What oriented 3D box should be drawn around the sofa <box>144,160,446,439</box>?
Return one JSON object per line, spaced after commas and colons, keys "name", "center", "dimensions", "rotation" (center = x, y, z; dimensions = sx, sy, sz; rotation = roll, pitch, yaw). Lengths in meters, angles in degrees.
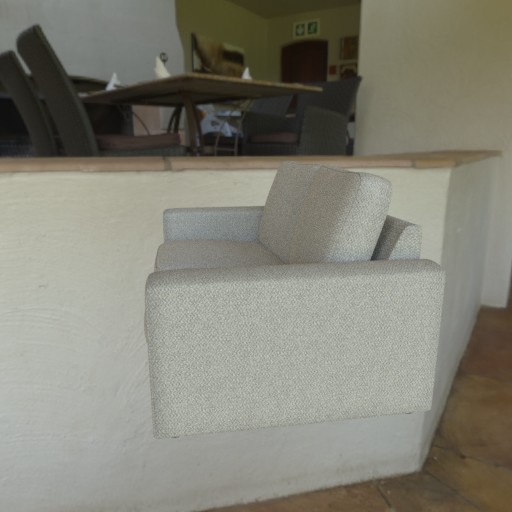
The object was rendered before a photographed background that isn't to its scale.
{"name": "sofa", "center": [0.000, 0.000, 2.179], "dimensions": [1.016, 0.873, 1.616], "rotation": [-2, 14, -9]}
